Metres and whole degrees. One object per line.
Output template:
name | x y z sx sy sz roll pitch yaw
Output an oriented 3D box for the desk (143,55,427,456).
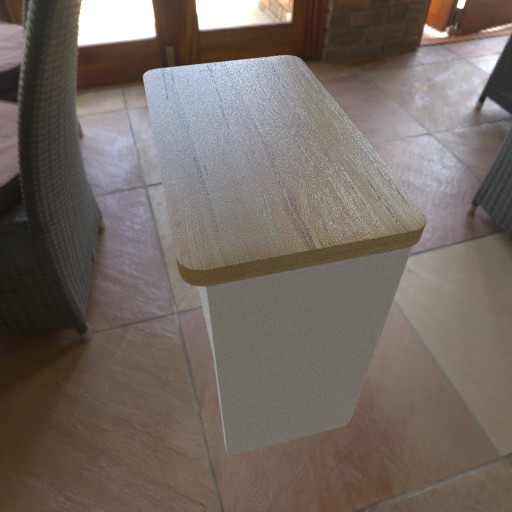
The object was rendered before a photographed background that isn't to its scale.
desk | 0.000 0.000 1.259 0.440 0.790 0.760 -10 47 -10
